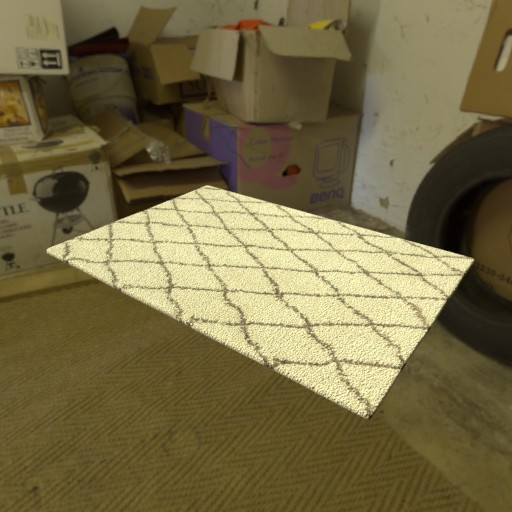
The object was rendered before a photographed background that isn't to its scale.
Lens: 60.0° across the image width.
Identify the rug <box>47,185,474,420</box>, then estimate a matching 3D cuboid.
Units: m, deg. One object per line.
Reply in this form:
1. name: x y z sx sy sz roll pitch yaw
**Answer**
1. rug: 0.000 0.000 2.222 1.778 0.030 1.219 20 34 32
